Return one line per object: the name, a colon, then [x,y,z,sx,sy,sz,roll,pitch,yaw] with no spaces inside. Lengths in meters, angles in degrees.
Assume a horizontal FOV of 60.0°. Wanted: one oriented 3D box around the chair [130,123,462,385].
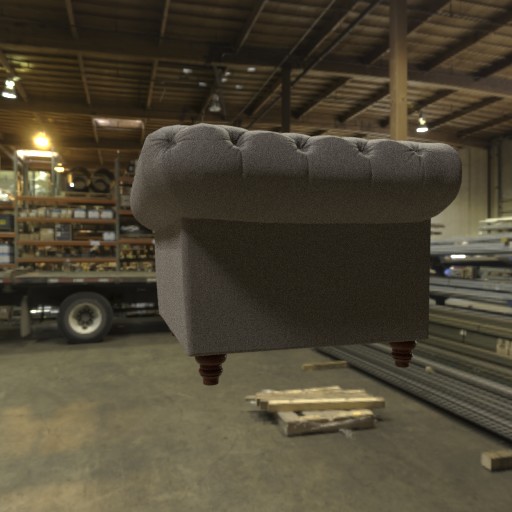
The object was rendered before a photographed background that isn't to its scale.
chair: [0.000,0.000,1.820,0.976,0.770,1.270,0,1,-17]
